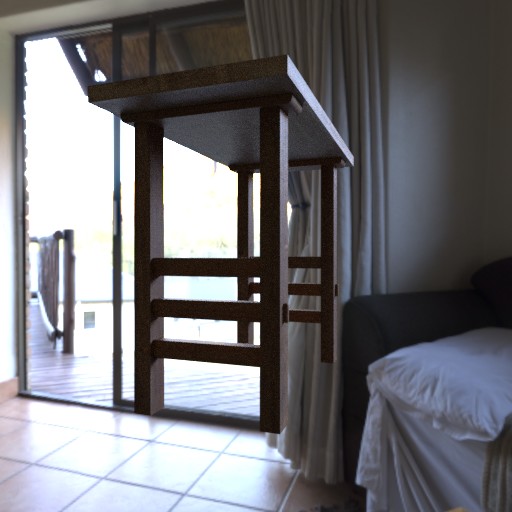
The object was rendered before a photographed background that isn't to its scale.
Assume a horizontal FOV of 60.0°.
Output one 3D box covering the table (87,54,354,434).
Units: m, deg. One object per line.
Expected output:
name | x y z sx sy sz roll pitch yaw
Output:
table | 0.000 0.000 1.619 0.556 0.914 1.119 0 0 20
